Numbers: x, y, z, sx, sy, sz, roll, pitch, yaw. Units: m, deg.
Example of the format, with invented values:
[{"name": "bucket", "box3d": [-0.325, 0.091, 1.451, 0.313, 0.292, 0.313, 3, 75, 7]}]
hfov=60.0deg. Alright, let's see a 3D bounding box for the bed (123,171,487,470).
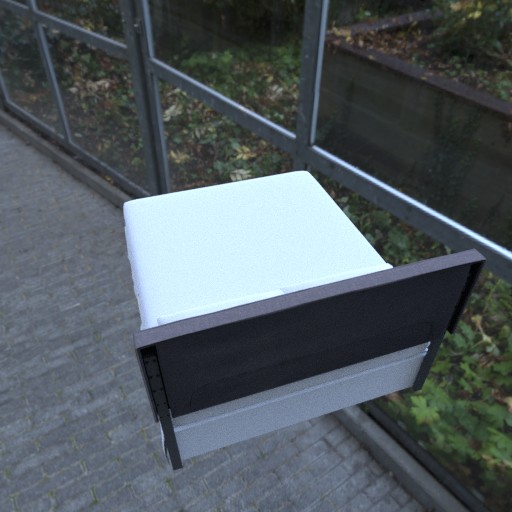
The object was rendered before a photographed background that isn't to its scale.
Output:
[{"name": "bed", "box3d": [0.000, 0.000, 2.829, 1.610, 1.089, 1.894, -12, 42, -14]}]
